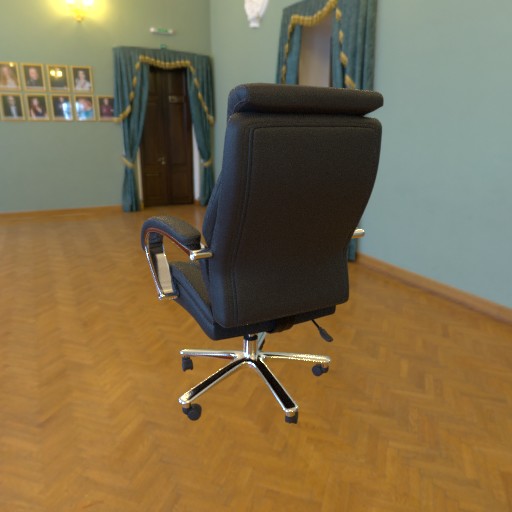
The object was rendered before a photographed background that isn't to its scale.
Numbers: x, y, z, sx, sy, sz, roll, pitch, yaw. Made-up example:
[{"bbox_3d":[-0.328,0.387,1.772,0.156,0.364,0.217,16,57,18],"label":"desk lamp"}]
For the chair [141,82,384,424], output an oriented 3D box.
[{"bbox_3d":[0.000,0.000,1.718,0.755,1.183,0.790,-8,18,-27],"label":"chair"}]
